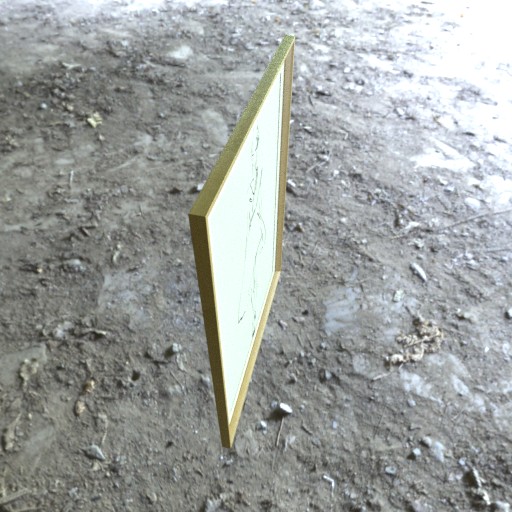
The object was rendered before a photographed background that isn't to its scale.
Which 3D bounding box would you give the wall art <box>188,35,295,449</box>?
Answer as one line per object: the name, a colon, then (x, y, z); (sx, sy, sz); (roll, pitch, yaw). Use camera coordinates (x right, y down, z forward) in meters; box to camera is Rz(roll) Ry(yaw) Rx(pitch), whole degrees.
wall art: (0.000, 0.000, 1.352); (0.030, 1.002, 0.798); (10, 47, 10)
